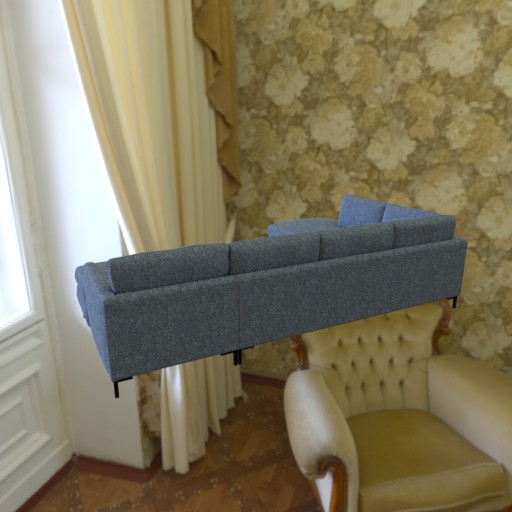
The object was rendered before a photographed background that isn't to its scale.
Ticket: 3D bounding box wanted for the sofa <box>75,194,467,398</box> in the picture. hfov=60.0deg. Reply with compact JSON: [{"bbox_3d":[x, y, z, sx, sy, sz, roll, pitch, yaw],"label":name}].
[{"bbox_3d":[0.000,0.000,3.623,2.737,0.756,1.879,-8,18,-26],"label":"sofa"}]
